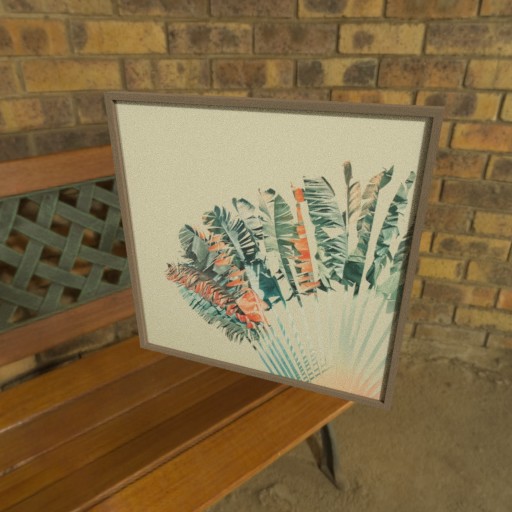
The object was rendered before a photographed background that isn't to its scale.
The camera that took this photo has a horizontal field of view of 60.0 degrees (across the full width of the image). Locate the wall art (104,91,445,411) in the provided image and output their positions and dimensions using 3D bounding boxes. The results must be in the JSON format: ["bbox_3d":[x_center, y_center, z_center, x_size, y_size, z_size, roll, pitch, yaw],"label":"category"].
[{"bbox_3d":[0.000,0.000,1.126,0.761,0.758,0.038,9,28,18],"label":"wall art"}]
